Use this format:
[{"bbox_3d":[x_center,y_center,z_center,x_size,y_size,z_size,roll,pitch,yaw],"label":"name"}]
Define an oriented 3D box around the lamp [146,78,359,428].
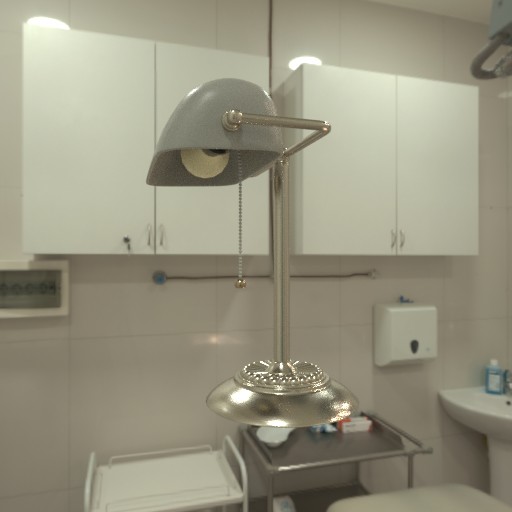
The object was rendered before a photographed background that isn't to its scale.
[{"bbox_3d":[0.000,0.000,0.516,0.243,0.339,0.264,0,0,-17],"label":"lamp"}]
